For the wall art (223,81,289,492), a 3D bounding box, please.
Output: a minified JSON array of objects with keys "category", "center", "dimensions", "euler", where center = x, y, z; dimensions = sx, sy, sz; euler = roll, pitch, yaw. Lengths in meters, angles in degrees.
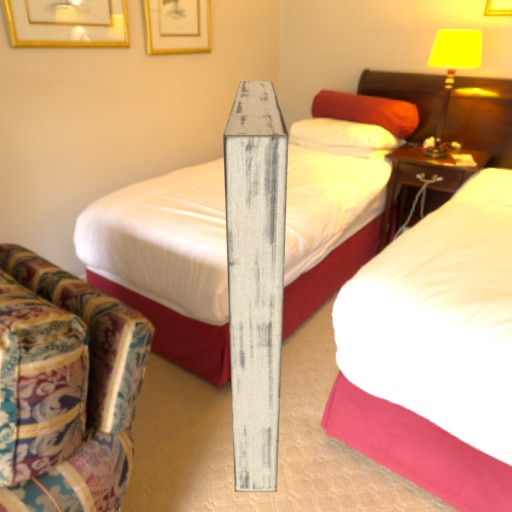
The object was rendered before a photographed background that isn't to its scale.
[{"category":"wall art","center":[0.000,0.000,0.450],"dimensions":[0.036,0.303,0.303],"euler":[0,27,0]}]
